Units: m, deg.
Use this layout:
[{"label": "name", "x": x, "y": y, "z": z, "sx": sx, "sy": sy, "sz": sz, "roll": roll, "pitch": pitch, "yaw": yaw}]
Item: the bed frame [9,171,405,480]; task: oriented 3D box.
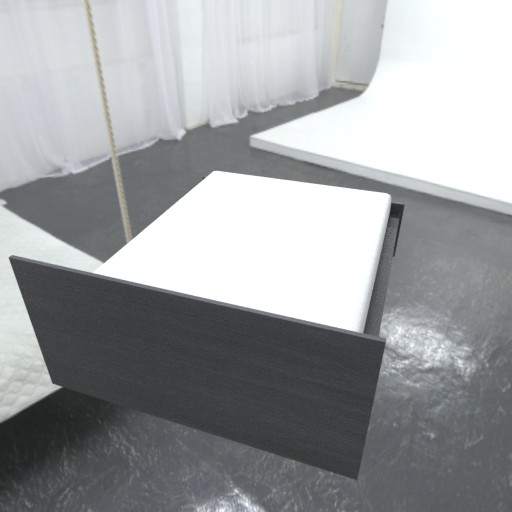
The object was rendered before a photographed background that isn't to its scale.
[{"label": "bed frame", "x": 0.000, "y": 0.000, "z": 2.719, "sx": 1.622, "sy": 0.800, "sz": 1.960, "roll": 11, "pitch": 33, "yaw": 16}]
